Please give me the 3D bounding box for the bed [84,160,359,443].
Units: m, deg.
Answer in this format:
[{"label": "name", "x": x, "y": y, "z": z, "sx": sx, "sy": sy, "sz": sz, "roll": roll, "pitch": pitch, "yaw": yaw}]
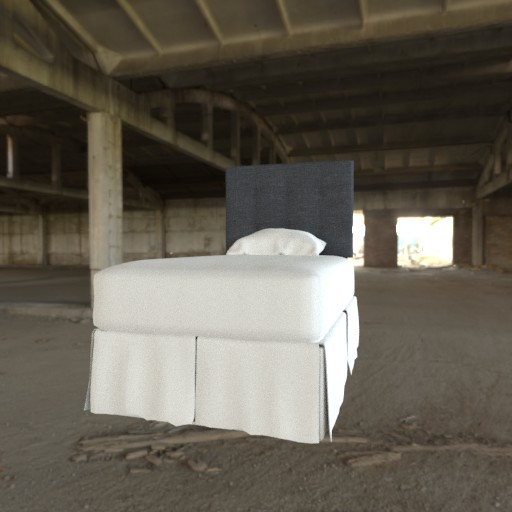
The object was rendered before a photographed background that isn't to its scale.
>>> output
[{"label": "bed", "x": 0.000, "y": 0.000, "z": 2.980, "sx": 1.261, "sy": 1.571, "sz": 1.997, "roll": 0, "pitch": 1, "yaw": 17}]
